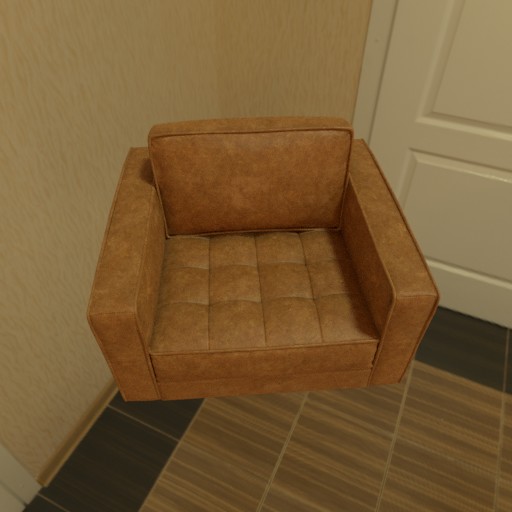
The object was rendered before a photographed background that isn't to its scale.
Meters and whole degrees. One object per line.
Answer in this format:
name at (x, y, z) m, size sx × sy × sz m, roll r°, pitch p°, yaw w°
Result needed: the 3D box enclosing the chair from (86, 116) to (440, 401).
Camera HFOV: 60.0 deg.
chair at (0.000, 0.000, 1.503) m, size 0.928 × 0.767 × 0.798 m, roll -3°, pitch 45°, yaw -3°
